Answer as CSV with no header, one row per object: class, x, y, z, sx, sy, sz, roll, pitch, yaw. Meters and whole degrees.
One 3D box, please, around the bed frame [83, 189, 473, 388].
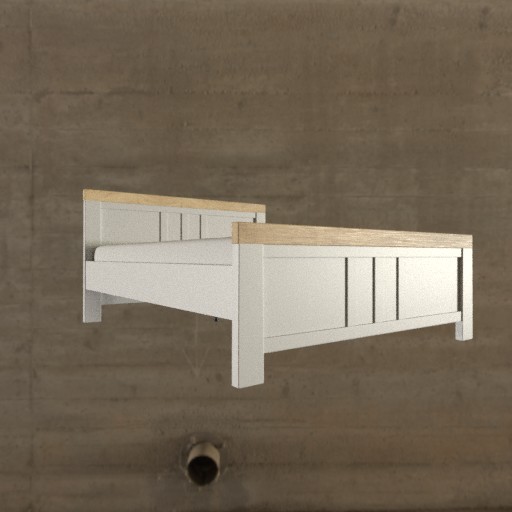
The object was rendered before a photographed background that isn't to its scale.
bed frame,0.000,0.000,2.947,1.670,0.980,2.050,0,0,-36
